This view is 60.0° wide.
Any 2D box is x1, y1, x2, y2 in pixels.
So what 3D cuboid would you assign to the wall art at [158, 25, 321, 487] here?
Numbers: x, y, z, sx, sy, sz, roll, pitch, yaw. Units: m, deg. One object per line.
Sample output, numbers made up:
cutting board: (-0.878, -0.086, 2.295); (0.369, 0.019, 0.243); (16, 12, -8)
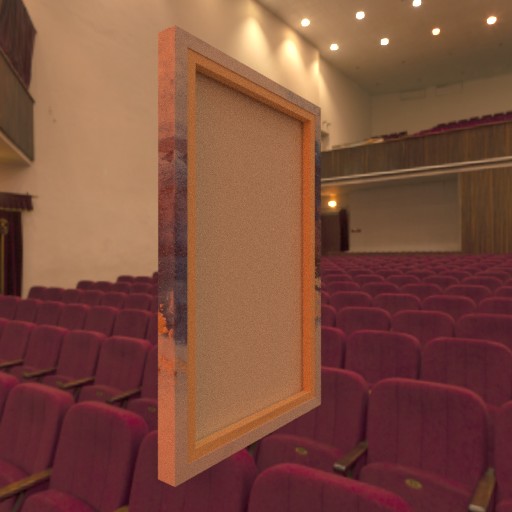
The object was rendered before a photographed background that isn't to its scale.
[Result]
wall art: (0.000, 0.000, 1.087); (0.048, 0.874, 0.583); (0, 0, 36)
